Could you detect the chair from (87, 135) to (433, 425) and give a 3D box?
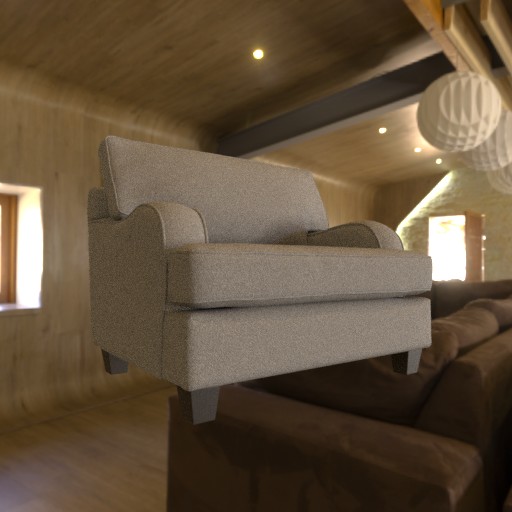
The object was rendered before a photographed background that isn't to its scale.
[{"bbox_3d":[0.000,0.000,1.973,1.220,1.016,1.040,1,-2,-36],"label":"chair"}]
